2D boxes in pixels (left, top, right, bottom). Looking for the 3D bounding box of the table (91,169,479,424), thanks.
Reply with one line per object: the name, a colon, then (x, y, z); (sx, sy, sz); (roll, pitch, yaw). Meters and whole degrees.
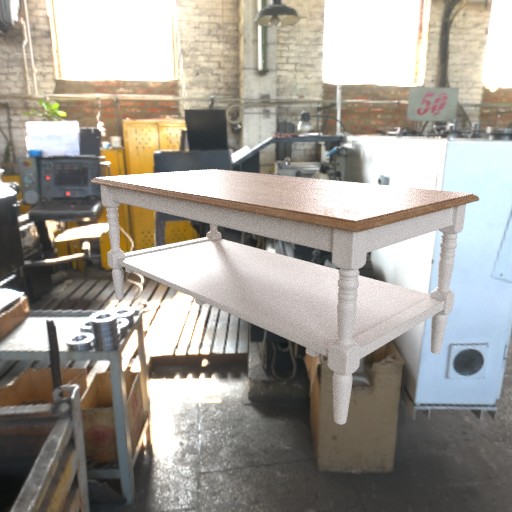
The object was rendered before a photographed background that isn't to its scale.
table: (0.000, 0.000, 1.428); (0.559, 0.458, 1.118); (-14, 21, -42)
